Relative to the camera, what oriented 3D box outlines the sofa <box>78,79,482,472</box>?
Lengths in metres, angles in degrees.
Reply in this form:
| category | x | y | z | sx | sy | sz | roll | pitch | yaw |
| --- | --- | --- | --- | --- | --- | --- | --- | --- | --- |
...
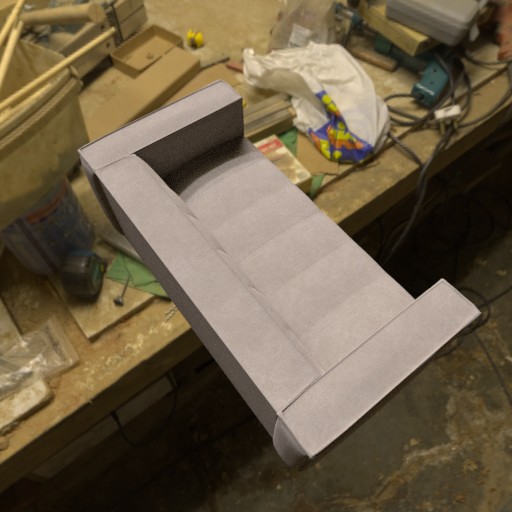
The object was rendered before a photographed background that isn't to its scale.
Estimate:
| category | x | y | z | sx | sy | sz | roll | pitch | yaw |
| --- | --- | --- | --- | --- | --- | --- | --- | --- | --- |
| sofa | 0.000 | 0.000 | 2.453 | 1.038 | 0.680 | 1.995 | -33 | 65 | -18 |
